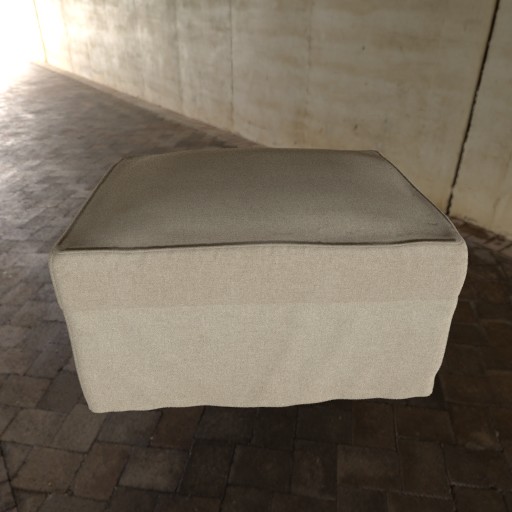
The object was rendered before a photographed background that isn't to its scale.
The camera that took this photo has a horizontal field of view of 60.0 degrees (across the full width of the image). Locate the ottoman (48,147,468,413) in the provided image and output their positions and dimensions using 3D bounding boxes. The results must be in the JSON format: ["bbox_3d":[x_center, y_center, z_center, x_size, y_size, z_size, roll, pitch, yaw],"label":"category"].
[{"bbox_3d":[0.000,0.000,1.207,0.833,0.485,0.650,-2,30,-3],"label":"ottoman"}]
